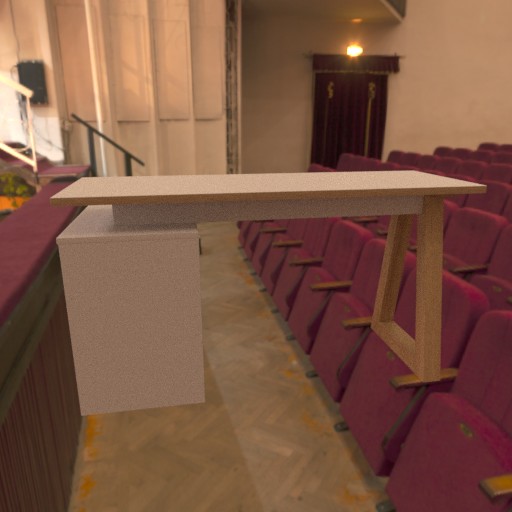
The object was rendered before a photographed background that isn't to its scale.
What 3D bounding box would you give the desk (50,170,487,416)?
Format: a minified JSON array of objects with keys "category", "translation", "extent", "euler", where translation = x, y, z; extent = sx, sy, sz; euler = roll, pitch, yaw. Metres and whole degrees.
[{"category":"desk","translation":[0.000,0.000,2.019],"extent":[1.404,0.755,1.098],"euler":[-3,17,-10]}]
